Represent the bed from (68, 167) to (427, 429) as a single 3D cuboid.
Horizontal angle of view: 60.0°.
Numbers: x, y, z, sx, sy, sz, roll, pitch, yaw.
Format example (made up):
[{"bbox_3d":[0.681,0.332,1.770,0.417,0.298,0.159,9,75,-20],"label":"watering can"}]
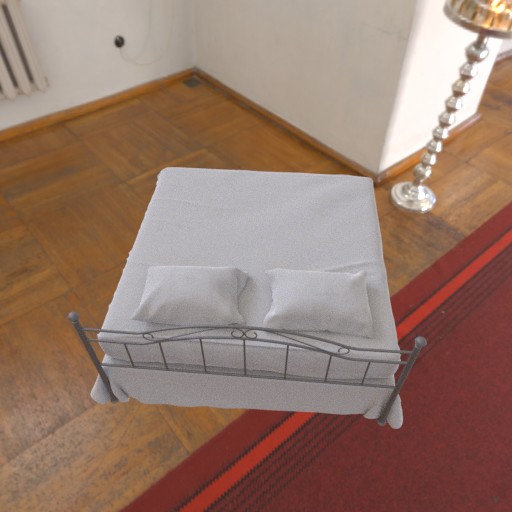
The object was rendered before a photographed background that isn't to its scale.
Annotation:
[{"bbox_3d":[0.000,0.000,3.602,2.309,1.080,2.220,4,47,3],"label":"bed"}]
